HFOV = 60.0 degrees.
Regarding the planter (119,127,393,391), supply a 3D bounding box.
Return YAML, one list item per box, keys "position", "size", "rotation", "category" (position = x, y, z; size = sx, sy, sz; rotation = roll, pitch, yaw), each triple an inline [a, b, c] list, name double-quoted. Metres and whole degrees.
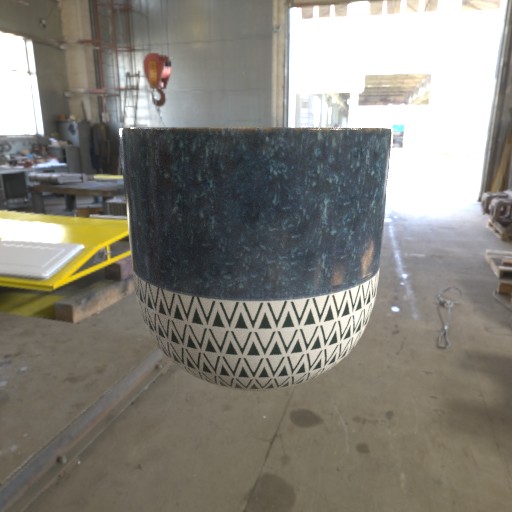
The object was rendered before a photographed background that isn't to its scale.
- position: [0.000, 0.000, 0.485]
  size: [0.266, 0.270, 0.266]
  rotation: [0, 16, 0]
  category: "planter"
